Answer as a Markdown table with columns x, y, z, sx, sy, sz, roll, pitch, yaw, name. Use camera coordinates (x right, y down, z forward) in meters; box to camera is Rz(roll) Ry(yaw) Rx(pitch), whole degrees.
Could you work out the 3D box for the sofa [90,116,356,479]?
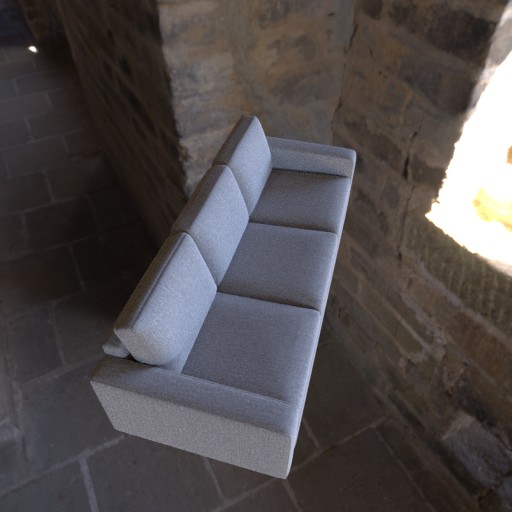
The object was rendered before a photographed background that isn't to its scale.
| x | y | z | sx | sy | sz | roll | pitch | yaw | name |
| --- | --- | --- | --- | --- | --- | --- | --- | --- | --- |
| 0.000 | 0.000 | 2.607 | 0.900 | 0.800 | 2.120 | 11 | 46 | 11 | sofa |
